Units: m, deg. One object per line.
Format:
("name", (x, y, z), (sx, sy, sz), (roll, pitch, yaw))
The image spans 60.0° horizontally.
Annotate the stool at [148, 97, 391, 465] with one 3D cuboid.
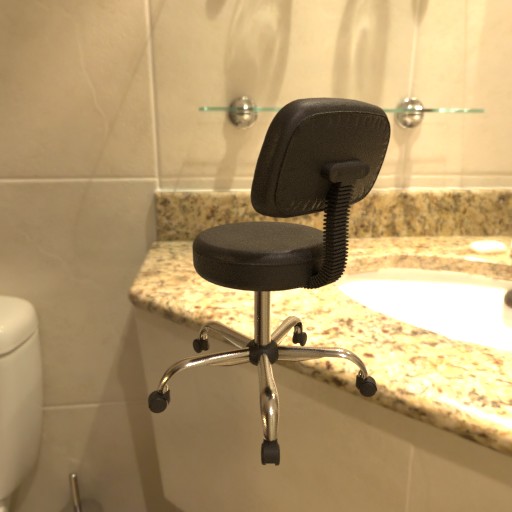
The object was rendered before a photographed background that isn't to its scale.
("stool", (0.000, 0.000, 1.318), (0.673, 0.862, 0.648), (-15, 22, -41))
